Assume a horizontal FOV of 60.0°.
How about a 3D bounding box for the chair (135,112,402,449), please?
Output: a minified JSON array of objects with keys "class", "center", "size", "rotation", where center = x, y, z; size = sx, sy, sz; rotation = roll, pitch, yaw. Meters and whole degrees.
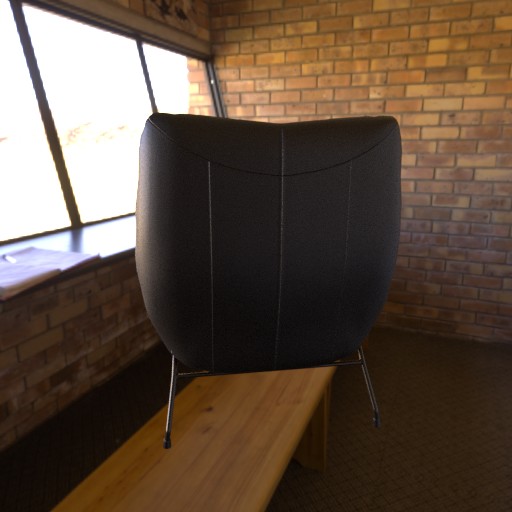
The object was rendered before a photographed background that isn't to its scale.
[{"class":"chair","center":[0.000,0.000,1.576],"size":[0.836,0.922,0.826],"rotation":[-2,14,-9]}]
